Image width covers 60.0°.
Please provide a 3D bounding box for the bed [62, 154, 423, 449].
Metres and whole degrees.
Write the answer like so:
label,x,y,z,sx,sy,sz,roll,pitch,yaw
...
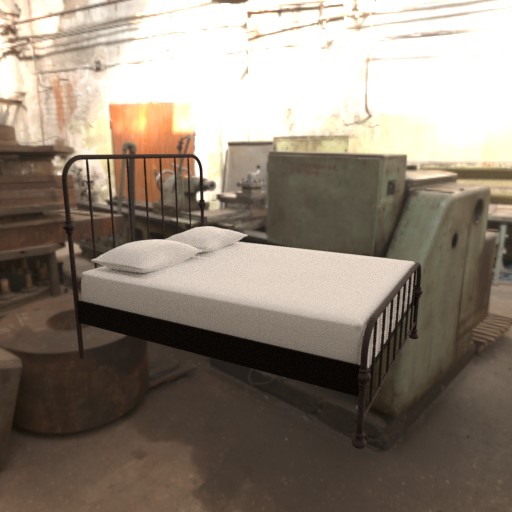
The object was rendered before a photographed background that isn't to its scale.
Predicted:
label,x,y,z,sx,sy,sz,roll,pitch,yaw
bed,0.000,0.000,3.246,2.134,1.446,1.616,7,15,28
